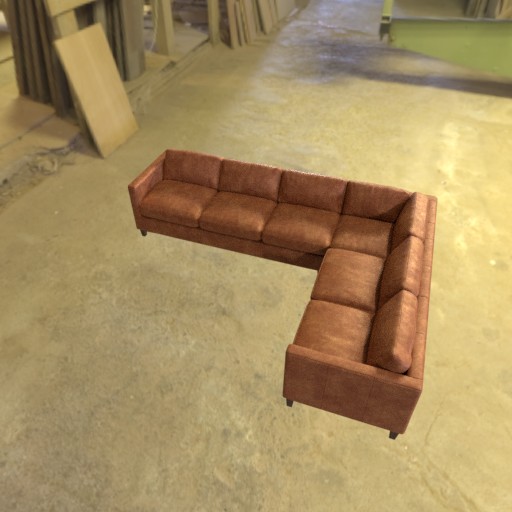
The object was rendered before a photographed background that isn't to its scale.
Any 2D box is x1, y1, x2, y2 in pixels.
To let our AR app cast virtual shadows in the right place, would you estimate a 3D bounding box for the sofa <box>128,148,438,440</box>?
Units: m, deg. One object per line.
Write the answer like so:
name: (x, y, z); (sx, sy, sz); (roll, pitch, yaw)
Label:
sofa: (0.000, 0.000, 4.300); (3.167, 0.838, 2.438); (13, 42, 15)
